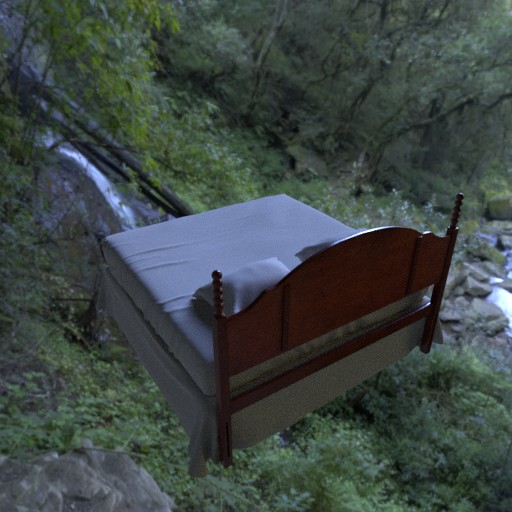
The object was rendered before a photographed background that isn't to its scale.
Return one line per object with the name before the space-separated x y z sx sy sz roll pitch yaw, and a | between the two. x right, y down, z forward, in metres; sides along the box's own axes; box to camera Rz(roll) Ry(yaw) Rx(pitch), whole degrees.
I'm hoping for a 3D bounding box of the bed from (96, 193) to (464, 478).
bed | 0.000 0.000 3.611 2.322 1.355 2.219 -17 33 -29
